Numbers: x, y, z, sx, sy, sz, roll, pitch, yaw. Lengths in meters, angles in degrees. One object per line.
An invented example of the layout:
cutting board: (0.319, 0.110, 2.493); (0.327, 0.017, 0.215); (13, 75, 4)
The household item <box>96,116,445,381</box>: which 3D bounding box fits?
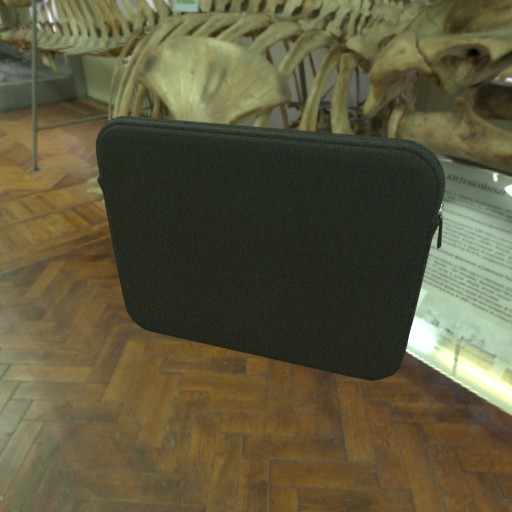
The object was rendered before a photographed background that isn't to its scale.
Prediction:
household item: (0.000, 0.000, 0.529); (0.396, 0.305, 0.030); (9, 32, 15)
